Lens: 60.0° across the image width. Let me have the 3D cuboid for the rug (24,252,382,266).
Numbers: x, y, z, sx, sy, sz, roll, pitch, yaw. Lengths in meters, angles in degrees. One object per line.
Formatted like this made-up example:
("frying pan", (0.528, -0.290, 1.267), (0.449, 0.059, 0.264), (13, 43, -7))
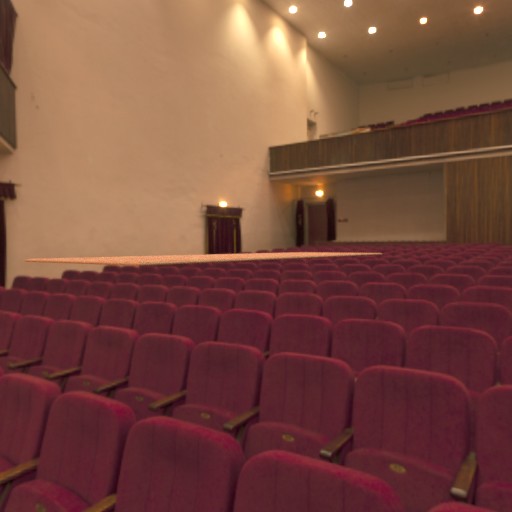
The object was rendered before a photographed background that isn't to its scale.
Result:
("rug", (0.000, 0.000, 2.426), (0.662, 0.011, 2.196), (1, 2, 35))
